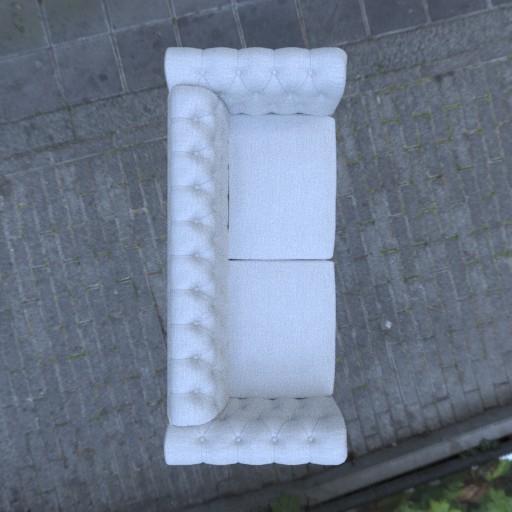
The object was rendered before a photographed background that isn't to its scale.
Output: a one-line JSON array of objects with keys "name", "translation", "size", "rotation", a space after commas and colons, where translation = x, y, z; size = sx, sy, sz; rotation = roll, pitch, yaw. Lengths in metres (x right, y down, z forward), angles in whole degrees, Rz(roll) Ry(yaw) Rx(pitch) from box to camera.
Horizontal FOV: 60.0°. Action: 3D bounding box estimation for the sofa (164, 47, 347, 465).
[{"name": "sofa", "translation": [0.000, 0.000, 2.221], "size": [0.783, 0.797, 1.798], "rotation": [0, 90, 0]}]
